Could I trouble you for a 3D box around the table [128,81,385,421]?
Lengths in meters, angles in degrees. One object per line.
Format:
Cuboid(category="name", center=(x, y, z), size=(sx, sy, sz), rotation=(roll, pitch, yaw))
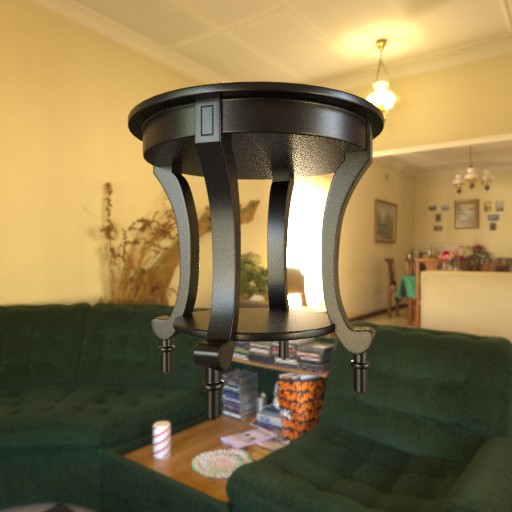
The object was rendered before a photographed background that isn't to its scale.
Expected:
Cuboid(category="table", center=(0.000, 0.000, 1.075), size=(0.597, 0.618, 0.597), rotation=(0, 1, 0))
